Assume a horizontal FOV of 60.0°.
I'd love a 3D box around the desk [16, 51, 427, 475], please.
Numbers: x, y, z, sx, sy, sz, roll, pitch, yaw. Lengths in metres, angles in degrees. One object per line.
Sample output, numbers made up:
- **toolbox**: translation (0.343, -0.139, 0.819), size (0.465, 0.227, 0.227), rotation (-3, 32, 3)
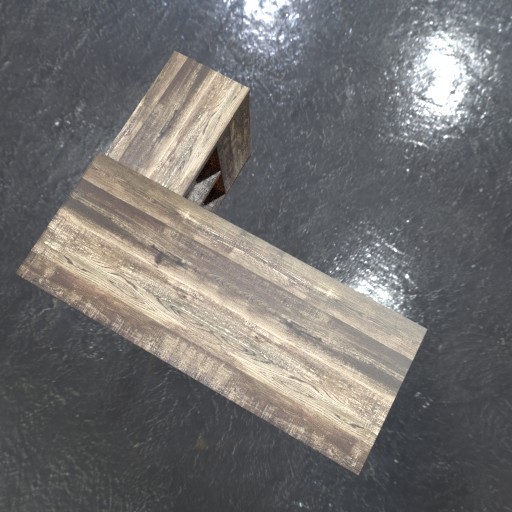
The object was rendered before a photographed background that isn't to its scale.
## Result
- **desk**: translation (0.000, 0.000, 2.165), size (1.524, 0.753, 1.200), rotation (29, 79, 6)
